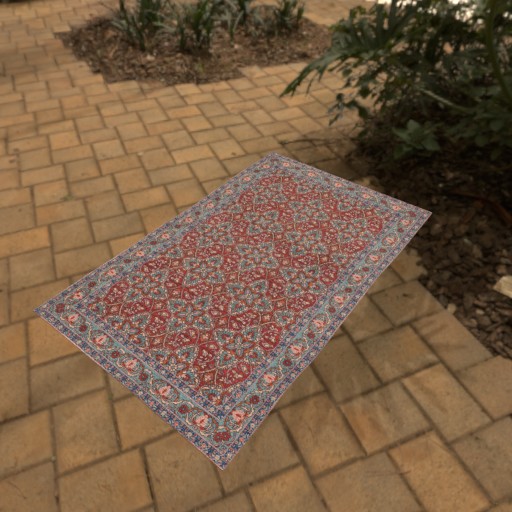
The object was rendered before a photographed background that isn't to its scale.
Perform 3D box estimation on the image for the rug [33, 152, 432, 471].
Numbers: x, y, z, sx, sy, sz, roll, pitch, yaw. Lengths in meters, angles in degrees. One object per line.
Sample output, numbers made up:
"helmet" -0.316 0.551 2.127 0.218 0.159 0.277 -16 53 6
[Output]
"rug" 0.000 0.000 3.042 1.533 0.011 2.439 28 49 27
